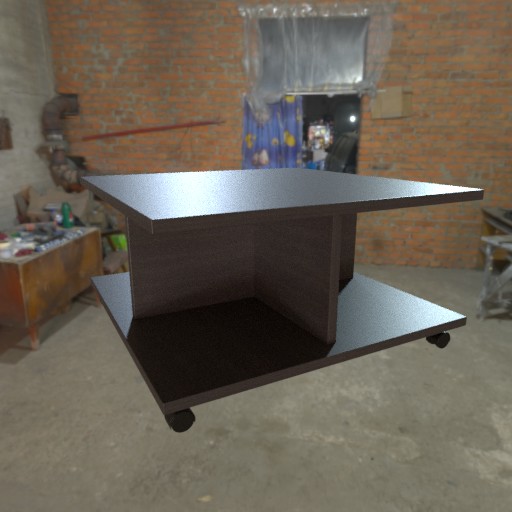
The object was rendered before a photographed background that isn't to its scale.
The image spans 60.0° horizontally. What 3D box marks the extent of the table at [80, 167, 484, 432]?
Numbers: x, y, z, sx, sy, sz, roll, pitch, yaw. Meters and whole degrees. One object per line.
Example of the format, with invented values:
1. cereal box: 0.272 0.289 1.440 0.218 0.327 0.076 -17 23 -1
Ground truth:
1. table: 0.000 0.000 1.202 0.762 0.396 0.762 -8 17 -27
